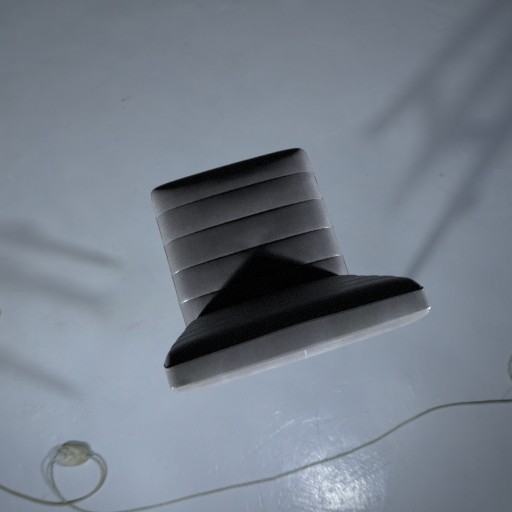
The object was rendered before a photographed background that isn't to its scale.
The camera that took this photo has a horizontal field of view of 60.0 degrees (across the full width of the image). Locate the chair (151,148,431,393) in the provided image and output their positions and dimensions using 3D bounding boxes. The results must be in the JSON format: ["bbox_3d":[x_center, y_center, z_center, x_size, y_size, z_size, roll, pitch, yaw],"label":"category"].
[{"bbox_3d":[0.000,0.000,1.309,0.520,0.930,0.634,-17,76,-4],"label":"chair"}]
